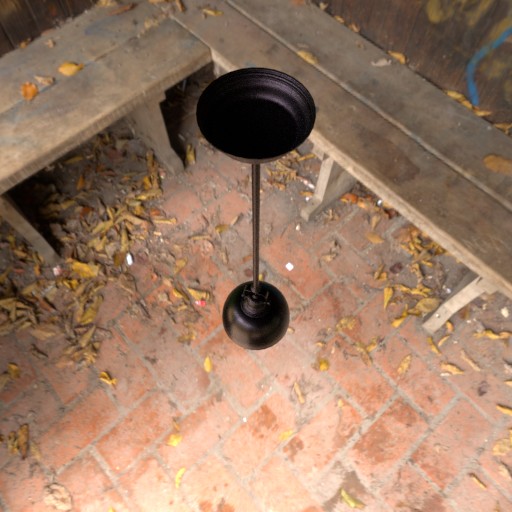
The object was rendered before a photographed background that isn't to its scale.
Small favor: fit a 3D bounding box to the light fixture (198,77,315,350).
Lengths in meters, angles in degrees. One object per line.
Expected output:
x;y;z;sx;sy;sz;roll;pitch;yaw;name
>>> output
0.000;0.000;0.849;0.182;0.768;0.182;17;66;8;light fixture
